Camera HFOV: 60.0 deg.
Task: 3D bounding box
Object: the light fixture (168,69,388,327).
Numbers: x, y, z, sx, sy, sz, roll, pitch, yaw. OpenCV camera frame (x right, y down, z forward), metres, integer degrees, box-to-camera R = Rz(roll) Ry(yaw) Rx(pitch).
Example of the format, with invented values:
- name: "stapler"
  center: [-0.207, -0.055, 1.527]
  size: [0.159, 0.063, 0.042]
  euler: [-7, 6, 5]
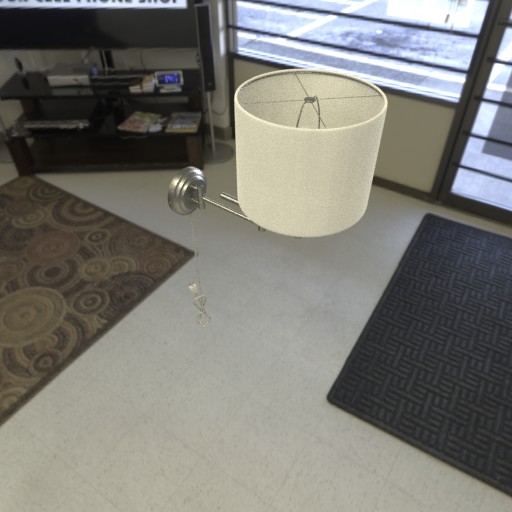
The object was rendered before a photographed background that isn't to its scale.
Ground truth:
- name: "light fixture"
  center: [0.000, 0.000, 1.070]
  size: [0.479, 0.842, 0.253]
  euler: [27, 48, 26]
